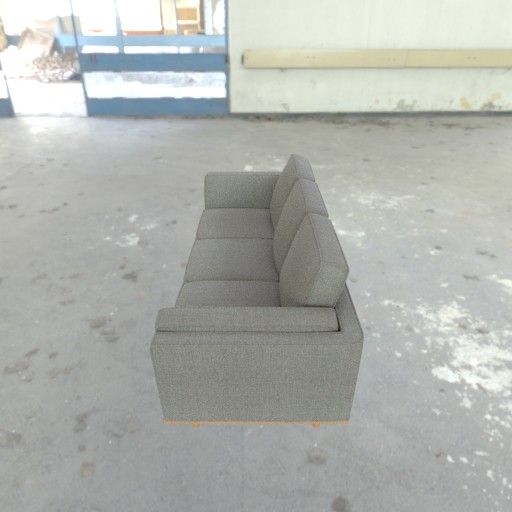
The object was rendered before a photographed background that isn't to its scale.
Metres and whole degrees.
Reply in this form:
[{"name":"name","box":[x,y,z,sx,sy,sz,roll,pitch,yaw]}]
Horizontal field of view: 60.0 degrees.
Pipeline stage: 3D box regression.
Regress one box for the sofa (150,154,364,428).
[{"name":"sofa","box":[0.000,0.000,2.903,0.903,0.899,2.362,0,27,0]}]
